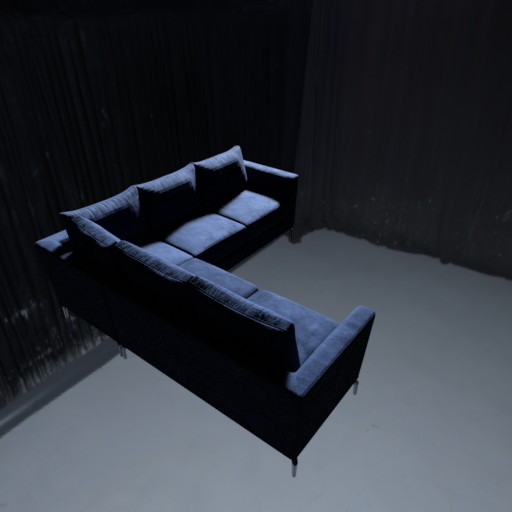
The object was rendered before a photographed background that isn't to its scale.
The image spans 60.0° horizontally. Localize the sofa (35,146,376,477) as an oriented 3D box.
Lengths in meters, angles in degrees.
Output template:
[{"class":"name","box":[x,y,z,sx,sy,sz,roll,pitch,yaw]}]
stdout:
[{"class":"sofa","box":[0.000,0.000,3.758,2.472,0.988,2.463,22,38,31]}]
